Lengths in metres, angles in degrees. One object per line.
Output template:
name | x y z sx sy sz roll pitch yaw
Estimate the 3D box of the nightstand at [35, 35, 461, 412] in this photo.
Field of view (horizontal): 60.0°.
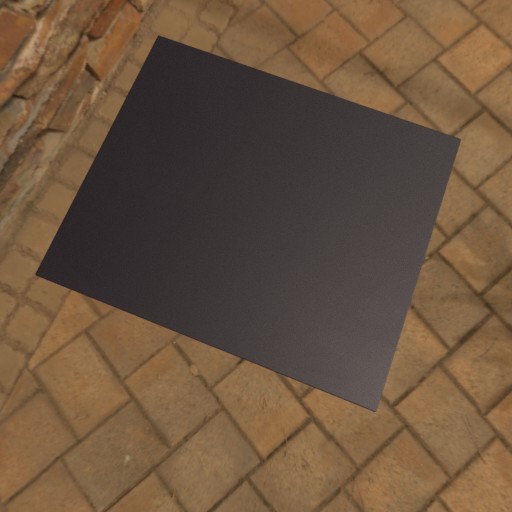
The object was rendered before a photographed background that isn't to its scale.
nightstand | 0.000 0.000 0.918 0.479 0.623 0.402 21 78 5
